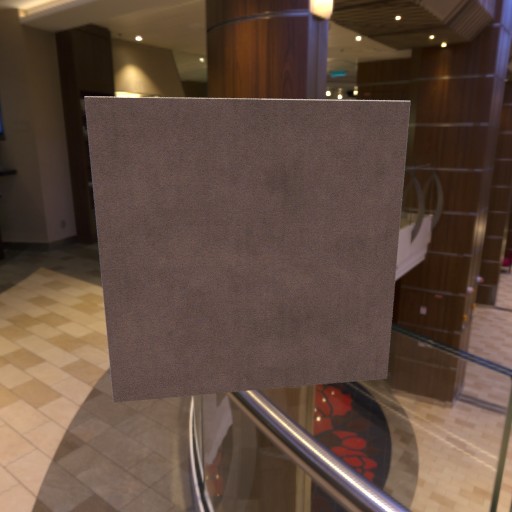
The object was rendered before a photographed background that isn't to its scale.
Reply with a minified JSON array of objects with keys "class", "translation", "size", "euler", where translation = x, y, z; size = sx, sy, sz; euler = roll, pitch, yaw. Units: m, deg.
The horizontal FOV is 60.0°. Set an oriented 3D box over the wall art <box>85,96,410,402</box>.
[{"class":"wall art","translation":[0.000,0.000,0.988],"size":[0.664,0.661,0.020],"euler":[-2,15,-9]}]
